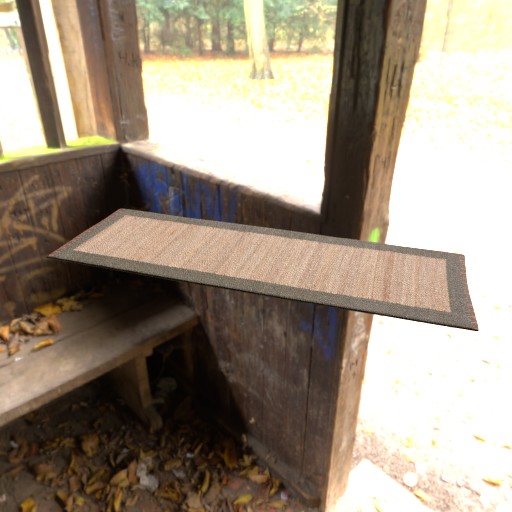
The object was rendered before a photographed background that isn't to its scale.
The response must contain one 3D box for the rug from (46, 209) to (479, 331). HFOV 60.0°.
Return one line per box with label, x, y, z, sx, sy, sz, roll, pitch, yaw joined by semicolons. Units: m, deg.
rug;0.000;0.000;2.688;2.413;0.016;0.810;9;29;16
